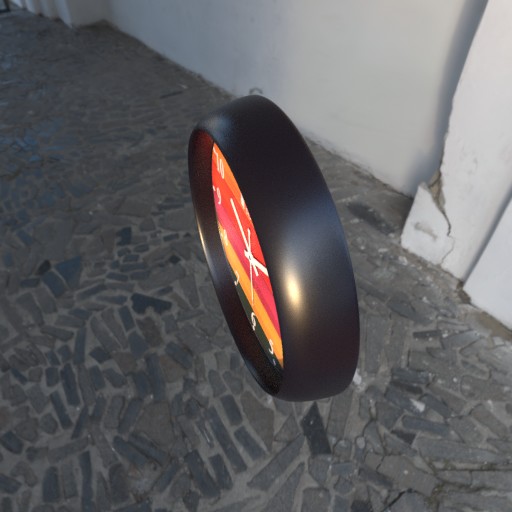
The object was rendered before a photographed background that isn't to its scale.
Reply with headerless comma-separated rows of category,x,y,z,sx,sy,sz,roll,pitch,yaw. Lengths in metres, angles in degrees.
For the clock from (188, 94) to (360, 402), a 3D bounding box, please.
clock,0.000,0.000,0.444,0.060,0.300,0.300,-16,49,-15
